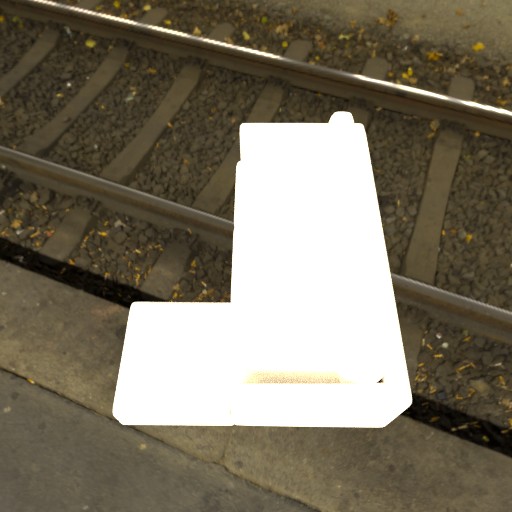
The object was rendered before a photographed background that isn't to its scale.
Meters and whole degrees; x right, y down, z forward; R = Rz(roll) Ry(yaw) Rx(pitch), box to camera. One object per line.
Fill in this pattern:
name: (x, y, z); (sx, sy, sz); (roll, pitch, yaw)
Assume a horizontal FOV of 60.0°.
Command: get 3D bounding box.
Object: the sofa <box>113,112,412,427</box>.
sofa: (0.000, 0.000, 2.914); (1.580, 0.899, 2.029); (0, 58, 0)
